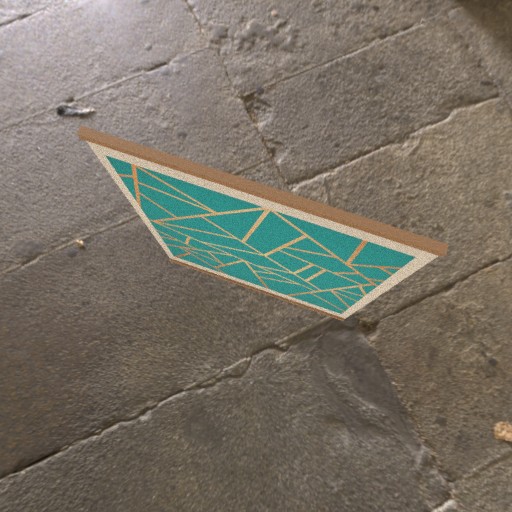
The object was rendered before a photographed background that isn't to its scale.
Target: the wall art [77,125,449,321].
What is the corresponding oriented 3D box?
[{"bbox_3d":[0.000,0.000,0.814,0.459,0.608,0.012,19,75,5],"label":"wall art"}]
